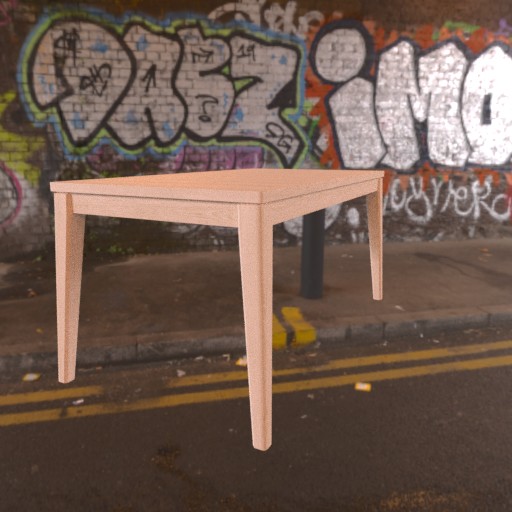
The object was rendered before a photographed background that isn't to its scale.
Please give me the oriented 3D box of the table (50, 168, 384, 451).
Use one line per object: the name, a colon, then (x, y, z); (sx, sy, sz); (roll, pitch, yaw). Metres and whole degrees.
table: (0.000, 0.000, 2.117); (0.900, 0.760, 1.600); (7, 15, 27)
